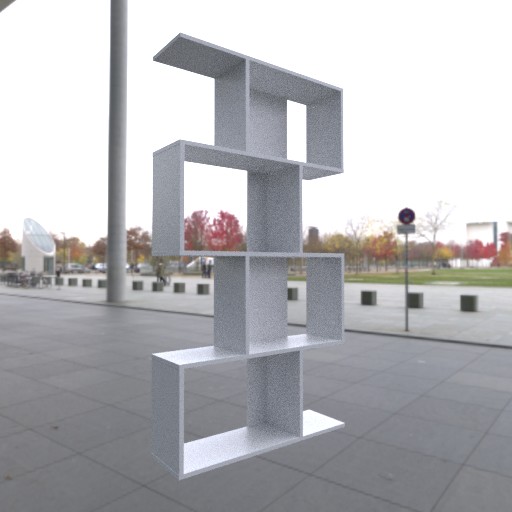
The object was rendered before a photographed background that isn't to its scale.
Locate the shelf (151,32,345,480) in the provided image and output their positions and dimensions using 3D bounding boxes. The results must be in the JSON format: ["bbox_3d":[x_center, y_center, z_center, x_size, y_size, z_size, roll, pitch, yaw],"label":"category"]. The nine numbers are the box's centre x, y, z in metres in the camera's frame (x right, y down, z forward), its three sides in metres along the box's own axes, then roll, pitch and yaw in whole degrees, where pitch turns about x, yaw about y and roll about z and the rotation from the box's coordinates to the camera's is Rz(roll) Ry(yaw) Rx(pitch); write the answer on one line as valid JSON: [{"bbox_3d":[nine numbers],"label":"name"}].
[{"bbox_3d":[0.000,0.000,1.997,0.890,1.650,0.250,1,-1,-37],"label":"shelf"}]
